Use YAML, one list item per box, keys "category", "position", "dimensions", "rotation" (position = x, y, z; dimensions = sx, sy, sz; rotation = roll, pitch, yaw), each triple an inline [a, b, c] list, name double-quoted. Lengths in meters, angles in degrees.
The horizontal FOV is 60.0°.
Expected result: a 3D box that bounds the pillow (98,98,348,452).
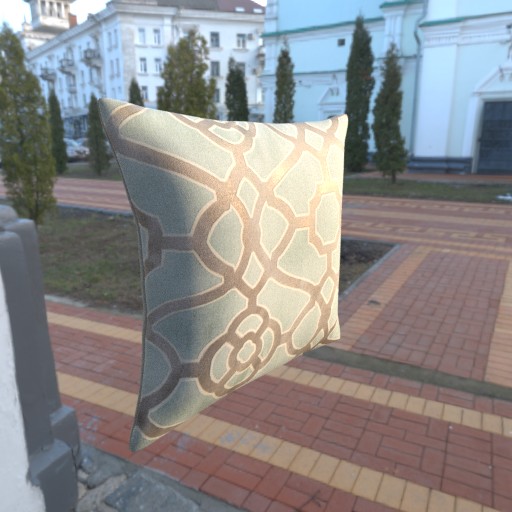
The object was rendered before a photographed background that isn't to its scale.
- category: "pillow"
  position: [0.000, 0.000, 0.797]
  dimensions: [0.166, 0.508, 0.552]
  rotation: [14, 20, 42]
